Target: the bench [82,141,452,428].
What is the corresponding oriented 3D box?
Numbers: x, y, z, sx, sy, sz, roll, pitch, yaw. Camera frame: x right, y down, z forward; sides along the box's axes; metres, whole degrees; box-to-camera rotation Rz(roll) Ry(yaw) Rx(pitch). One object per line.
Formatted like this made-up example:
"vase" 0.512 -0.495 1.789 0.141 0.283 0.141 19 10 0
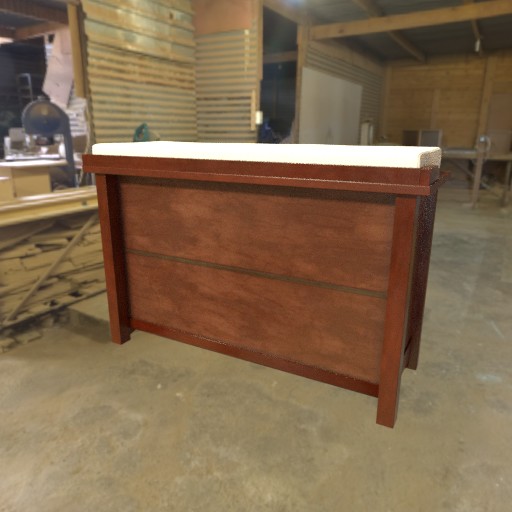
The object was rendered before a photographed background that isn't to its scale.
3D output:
"bench" 0.000 0.000 1.327 0.987 0.646 0.369 9 18 28
